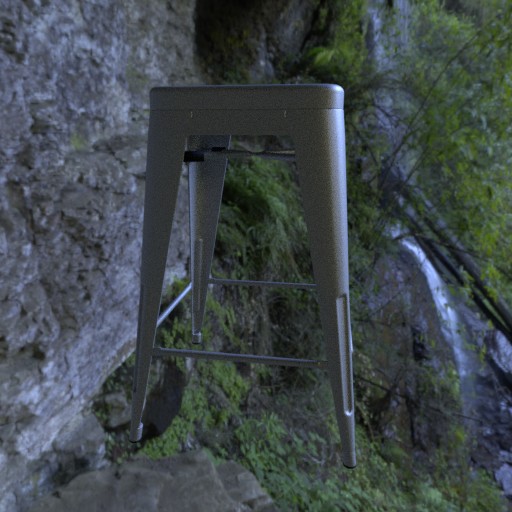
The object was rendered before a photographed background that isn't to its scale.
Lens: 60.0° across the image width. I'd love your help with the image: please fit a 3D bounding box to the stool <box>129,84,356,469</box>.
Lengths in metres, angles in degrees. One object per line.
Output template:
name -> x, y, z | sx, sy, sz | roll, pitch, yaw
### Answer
stool -> 0.000, 0.000, 0.877 | 0.406, 0.610, 0.406 | 3, 16, 9
